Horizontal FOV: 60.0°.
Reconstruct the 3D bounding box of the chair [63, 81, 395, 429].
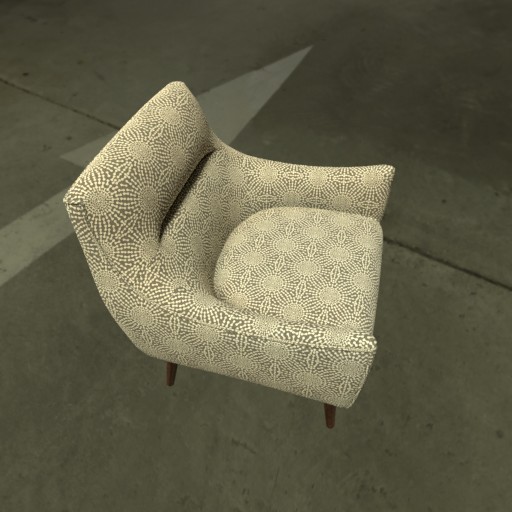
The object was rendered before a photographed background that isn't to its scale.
[{"bbox_3d":[0.000,0.000,1.422,0.787,0.838,0.762,11,47,11],"label":"chair"}]
